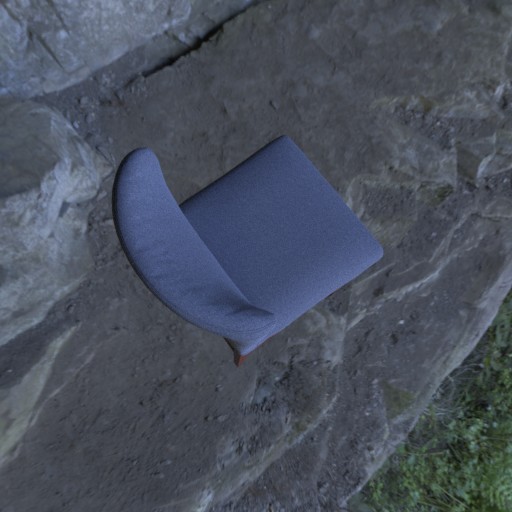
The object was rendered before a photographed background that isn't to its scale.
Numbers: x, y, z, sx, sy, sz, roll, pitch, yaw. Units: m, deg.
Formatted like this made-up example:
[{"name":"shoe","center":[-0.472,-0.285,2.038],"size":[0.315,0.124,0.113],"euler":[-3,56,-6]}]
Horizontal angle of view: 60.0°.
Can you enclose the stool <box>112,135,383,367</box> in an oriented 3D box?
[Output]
[{"name":"stool","center":[0.000,0.000,1.379],"size":[0.568,1.069,0.481],"euler":[-35,78,-9]}]
